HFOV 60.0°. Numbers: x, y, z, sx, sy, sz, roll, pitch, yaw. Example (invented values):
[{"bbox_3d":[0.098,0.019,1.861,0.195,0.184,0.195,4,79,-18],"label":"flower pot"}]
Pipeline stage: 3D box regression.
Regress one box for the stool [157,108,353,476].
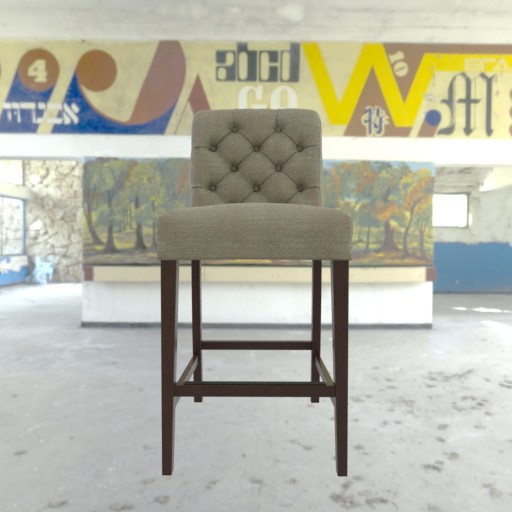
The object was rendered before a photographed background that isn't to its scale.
[{"bbox_3d":[0.000,0.000,1.406,0.486,1.084,0.660,0,2,1],"label":"stool"}]
